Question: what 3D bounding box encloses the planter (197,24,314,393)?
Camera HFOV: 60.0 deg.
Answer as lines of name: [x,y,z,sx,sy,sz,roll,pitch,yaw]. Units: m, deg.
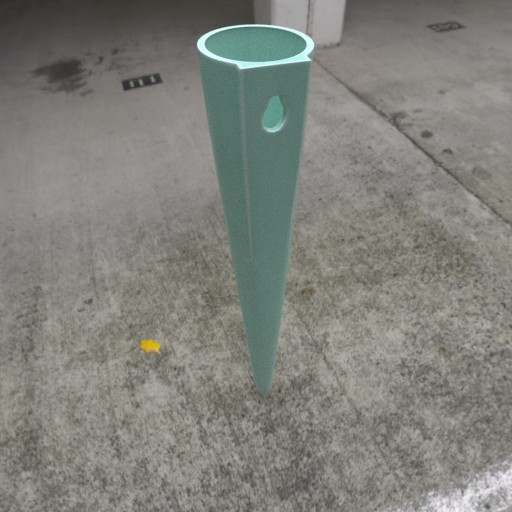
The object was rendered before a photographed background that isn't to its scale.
planter: [0.000,0.000,0.294,0.054,0.268,0.055,-13,44,-13]
